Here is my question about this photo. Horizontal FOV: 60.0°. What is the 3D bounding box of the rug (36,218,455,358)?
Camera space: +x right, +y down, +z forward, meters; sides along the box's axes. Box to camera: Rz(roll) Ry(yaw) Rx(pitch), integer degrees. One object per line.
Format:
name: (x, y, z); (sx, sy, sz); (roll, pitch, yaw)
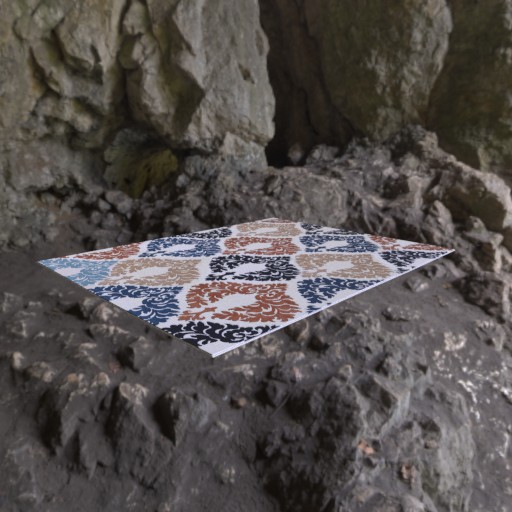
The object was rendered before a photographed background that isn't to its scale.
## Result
rug: (0.000, 0.000, 4.064); (3.040, 0.014, 2.423); (-15, 21, -43)
